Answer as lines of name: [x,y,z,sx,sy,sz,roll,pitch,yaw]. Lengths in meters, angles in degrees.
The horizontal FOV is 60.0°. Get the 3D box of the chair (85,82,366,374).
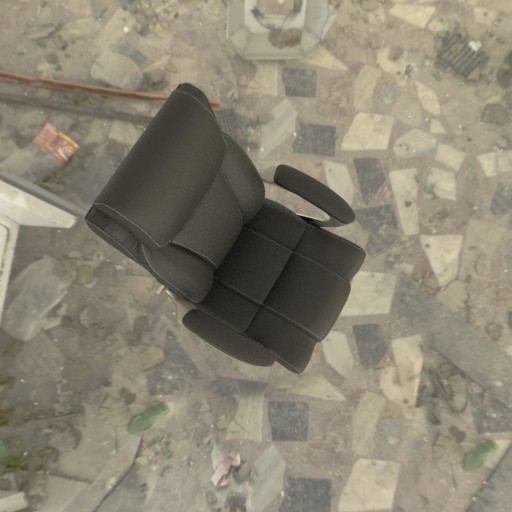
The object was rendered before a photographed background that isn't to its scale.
chair: [0.000,0.000,1.681,0.784,1.167,0.741,30,78,7]
